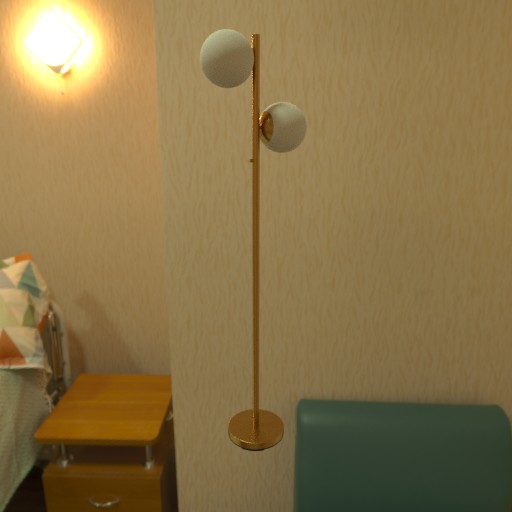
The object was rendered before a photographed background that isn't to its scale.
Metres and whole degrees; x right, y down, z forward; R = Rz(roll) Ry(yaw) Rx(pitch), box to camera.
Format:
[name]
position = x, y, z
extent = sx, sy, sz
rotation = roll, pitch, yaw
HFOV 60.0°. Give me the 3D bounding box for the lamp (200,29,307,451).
[lamp]
position = 0.000, 0.000, 1.788
extent = 0.419, 1.641, 0.249
rotation = -8, 16, -27
